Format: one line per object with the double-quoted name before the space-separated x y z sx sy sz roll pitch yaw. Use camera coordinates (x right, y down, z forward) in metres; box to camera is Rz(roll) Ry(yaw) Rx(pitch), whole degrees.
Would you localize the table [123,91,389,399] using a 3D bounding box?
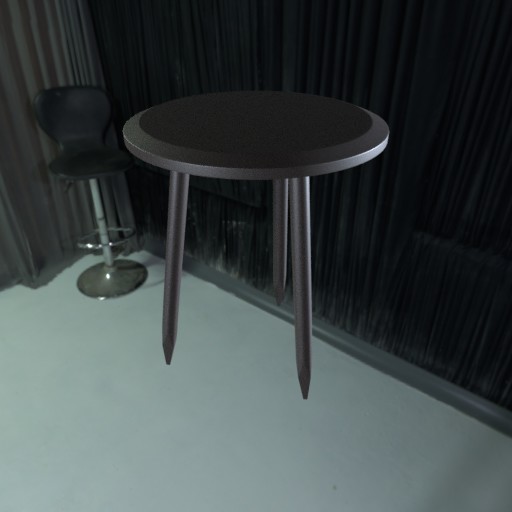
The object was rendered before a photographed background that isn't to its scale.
"table" 0.000 0.000 0.937 0.457 0.585 0.457 0 32 0
